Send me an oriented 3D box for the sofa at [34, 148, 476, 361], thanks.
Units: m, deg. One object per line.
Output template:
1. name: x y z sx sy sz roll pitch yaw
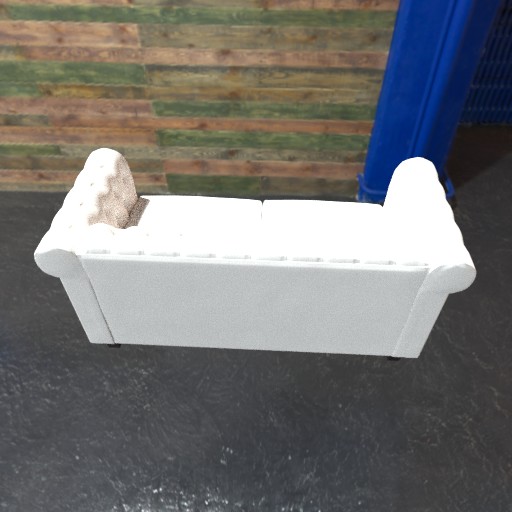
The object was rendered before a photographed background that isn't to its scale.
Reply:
1. sofa: 0.000 0.000 2.279 1.798 0.796 0.771 2 46 2
